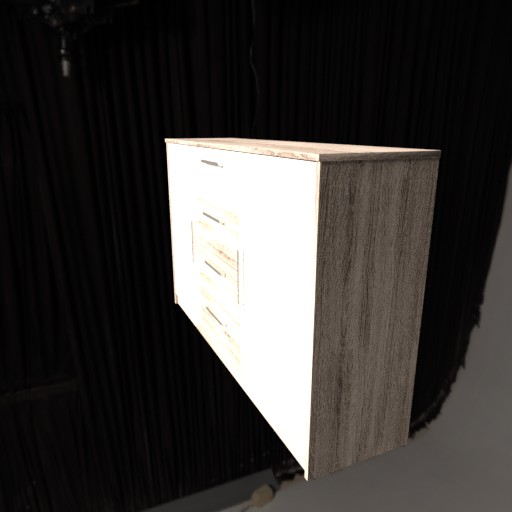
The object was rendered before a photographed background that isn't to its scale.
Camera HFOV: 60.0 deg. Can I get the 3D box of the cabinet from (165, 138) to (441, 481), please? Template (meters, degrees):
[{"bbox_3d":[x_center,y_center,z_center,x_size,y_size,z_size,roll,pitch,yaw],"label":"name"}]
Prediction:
[{"bbox_3d":[0.000,0.000,1.816,0.380,0.900,1.450,-7,18,-24],"label":"cabinet"}]
